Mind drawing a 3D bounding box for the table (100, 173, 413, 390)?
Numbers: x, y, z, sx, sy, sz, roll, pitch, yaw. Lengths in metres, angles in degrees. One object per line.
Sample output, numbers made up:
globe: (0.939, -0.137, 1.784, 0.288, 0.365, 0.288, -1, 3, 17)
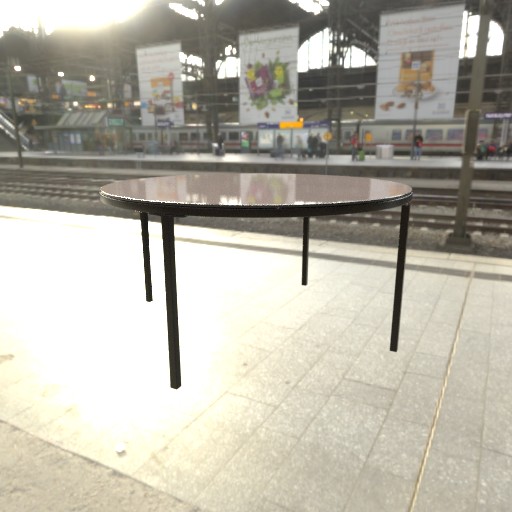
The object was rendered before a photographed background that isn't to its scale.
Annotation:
table: (0.000, 0.000, 1.243, 0.800, 0.400, 0.800, 0, 15, 0)
